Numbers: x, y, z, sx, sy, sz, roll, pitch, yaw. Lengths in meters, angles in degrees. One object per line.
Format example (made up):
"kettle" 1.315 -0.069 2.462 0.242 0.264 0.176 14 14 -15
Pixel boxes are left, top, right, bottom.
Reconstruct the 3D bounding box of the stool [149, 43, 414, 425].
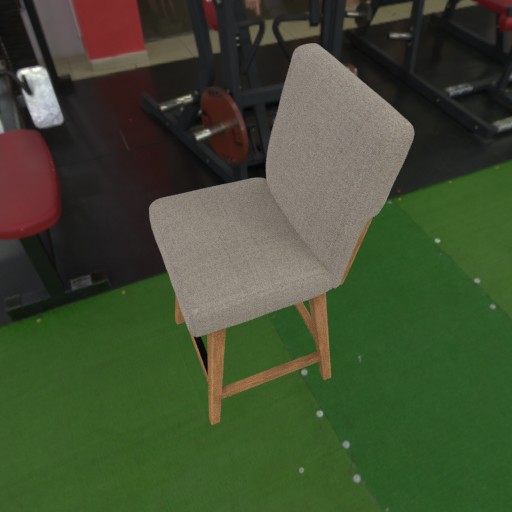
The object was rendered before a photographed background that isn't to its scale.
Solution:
"stool" 0.000 0.000 1.311 0.526 1.010 0.459 -17 50 -15
